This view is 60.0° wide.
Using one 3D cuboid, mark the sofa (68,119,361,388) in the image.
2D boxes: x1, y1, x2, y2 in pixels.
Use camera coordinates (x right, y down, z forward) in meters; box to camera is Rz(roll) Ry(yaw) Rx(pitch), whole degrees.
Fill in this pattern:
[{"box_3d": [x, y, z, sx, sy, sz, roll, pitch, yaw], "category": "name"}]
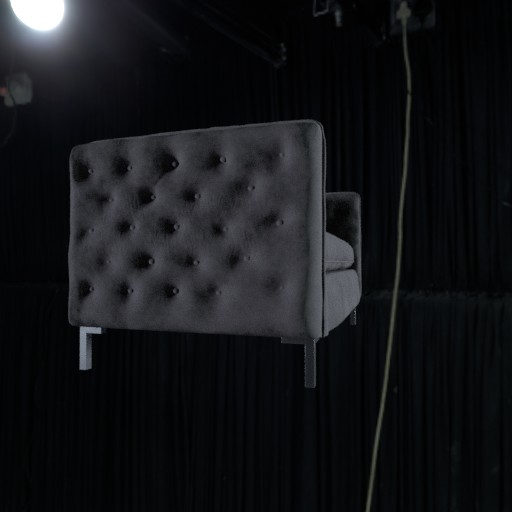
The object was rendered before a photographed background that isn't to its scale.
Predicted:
[{"box_3d": [0.000, 0.000, 2.138, 0.909, 0.810, 1.583, 0, -1, 17], "category": "sofa"}]
